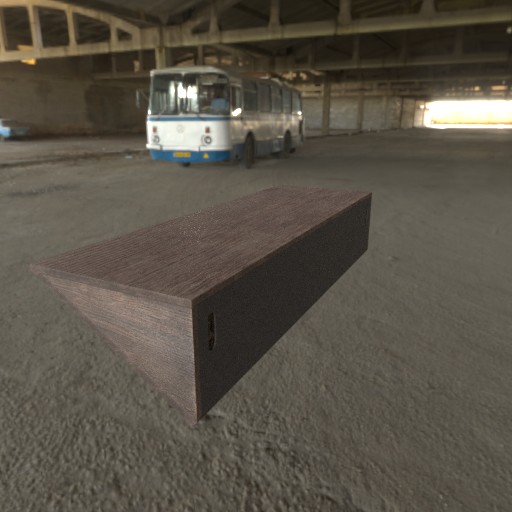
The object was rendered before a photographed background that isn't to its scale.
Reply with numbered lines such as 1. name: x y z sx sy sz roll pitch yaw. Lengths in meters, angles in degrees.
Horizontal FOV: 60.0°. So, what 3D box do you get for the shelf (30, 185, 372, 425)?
1. shelf: 0.000 0.000 0.682 0.200 0.125 0.610 9 20 26
